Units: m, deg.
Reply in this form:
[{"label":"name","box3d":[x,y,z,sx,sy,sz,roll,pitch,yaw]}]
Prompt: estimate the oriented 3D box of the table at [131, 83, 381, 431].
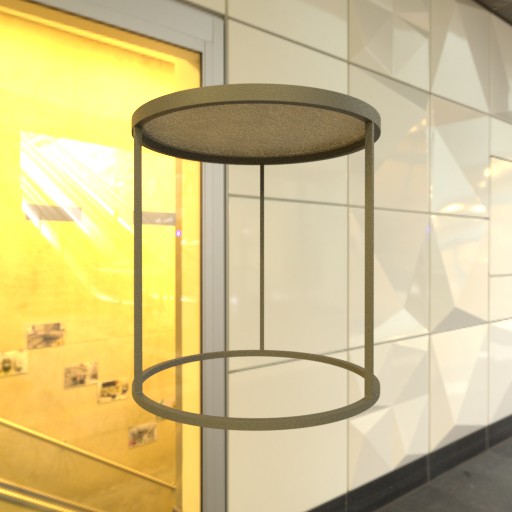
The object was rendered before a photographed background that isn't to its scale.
[{"label":"table","box3d":[0.000,0.000,0.869,0.470,0.498,0.470,0,0,0]}]
